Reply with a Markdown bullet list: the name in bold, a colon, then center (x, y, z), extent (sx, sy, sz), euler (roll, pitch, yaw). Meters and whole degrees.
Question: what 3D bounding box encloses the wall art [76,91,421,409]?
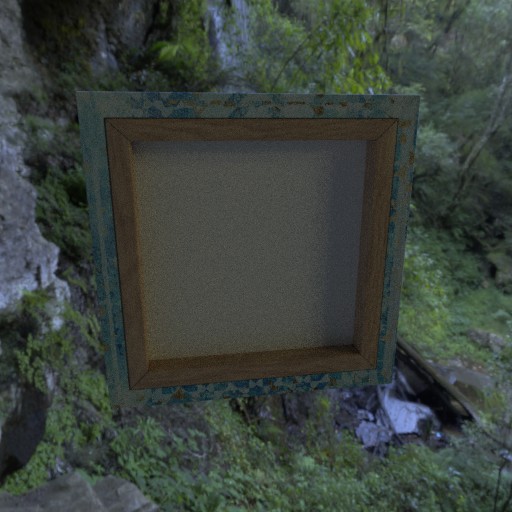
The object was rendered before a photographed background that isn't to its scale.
- **wall art**: center (0.000, 0.000, 0.590), extent (0.405, 0.405, 0.037), euler (-3, 17, -9)
